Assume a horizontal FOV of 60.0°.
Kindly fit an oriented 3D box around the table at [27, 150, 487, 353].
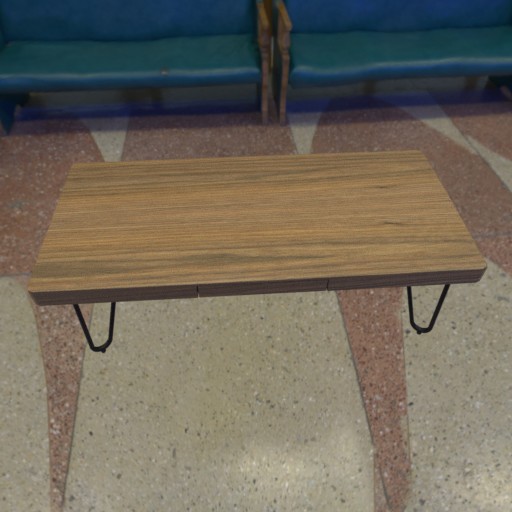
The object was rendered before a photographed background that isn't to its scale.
[{"bbox_3d":[0.000,0.000,1.689,1.375,0.468,0.637,-3,47,-3],"label":"table"}]
